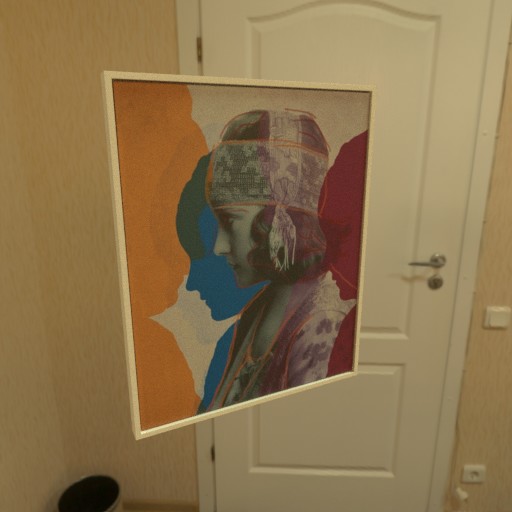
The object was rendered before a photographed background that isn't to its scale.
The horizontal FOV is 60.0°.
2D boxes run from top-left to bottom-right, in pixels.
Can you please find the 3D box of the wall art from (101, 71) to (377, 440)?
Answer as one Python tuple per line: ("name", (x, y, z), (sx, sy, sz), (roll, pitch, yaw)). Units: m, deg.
("wall art", (0.000, 0.000, 0.741), (0.443, 0.549, 0.030), (-8, 18, -25))
